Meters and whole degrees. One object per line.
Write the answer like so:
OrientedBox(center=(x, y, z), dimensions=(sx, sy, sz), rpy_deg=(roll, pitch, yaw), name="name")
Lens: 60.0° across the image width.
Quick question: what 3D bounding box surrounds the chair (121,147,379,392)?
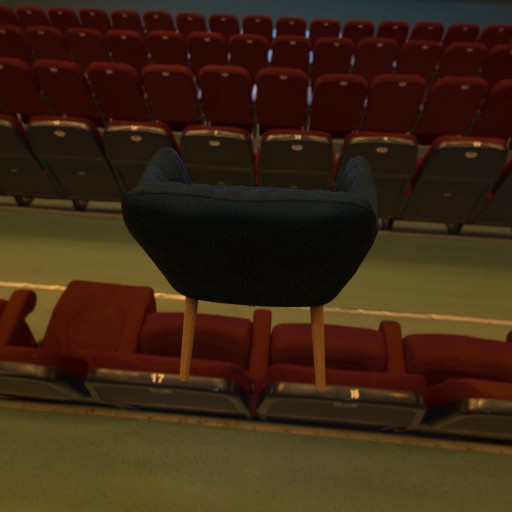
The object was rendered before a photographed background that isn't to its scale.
OrientedBox(center=(0.000, 0.000, 1.208), dimensions=(0.578, 0.826, 0.573), rpy_deg=(3, 45, 3), name="chair")
